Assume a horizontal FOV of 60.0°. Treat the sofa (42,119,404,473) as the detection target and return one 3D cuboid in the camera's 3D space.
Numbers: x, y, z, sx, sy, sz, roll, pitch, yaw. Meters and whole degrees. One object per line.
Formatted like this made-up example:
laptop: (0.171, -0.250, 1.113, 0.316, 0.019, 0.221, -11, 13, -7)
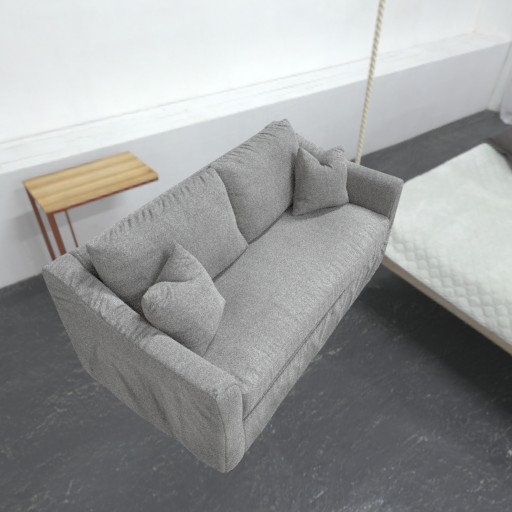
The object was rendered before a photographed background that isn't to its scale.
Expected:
sofa: (0.000, 0.000, 2.657, 1.072, 1.018, 2.010, 24, 46, 26)
